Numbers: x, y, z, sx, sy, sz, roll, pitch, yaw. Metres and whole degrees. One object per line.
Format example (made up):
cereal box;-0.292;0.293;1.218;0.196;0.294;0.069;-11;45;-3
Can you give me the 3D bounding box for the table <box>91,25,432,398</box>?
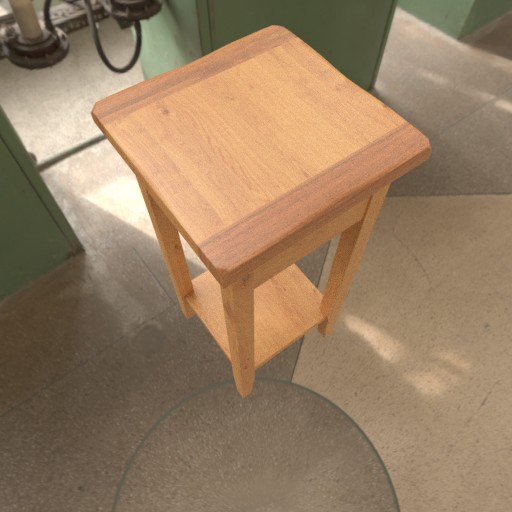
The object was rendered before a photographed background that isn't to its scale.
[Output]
table;0.000;0.000;0.956;0.360;0.740;0.360;-32;64;-18
